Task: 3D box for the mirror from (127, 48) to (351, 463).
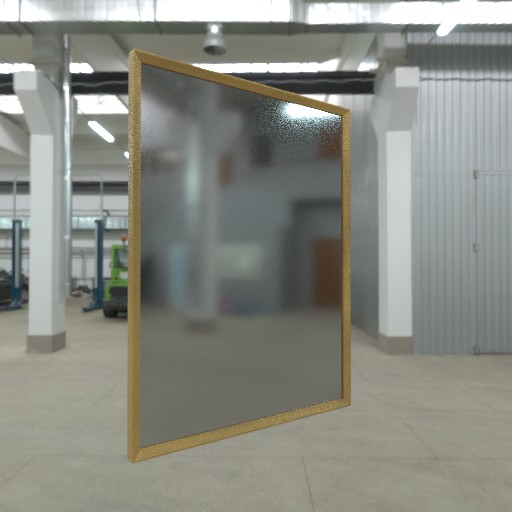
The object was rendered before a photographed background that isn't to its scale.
[{"bbox_3d":[0.000,0.000,1.318,0.762,1.016,0.041,0,-1,-35],"label":"mirror"}]
